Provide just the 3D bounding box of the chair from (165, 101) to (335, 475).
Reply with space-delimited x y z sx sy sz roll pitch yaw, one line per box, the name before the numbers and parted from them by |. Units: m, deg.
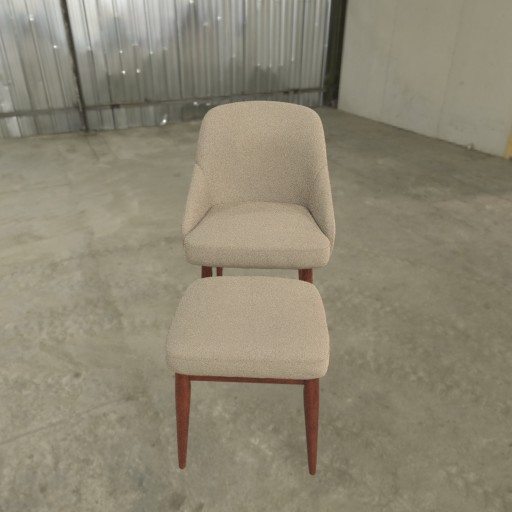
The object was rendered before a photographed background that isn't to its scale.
chair | 0.000 0.000 1.594 0.584 0.866 1.114 1 30 2
